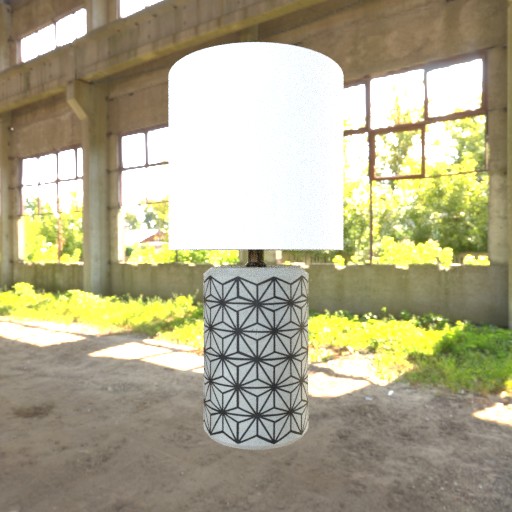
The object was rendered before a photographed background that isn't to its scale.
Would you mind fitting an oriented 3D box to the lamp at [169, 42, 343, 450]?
[{"bbox_3d":[0.000,0.000,0.534,0.206,0.416,0.206,0,0,0],"label":"lamp"}]
